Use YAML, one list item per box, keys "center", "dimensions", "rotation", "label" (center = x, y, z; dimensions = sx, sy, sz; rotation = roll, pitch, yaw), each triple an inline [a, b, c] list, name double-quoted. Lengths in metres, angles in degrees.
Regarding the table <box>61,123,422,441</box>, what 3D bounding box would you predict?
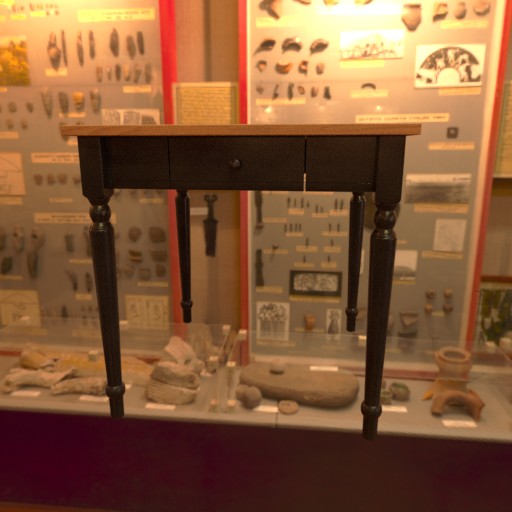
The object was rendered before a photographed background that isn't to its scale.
- center: [0.000, 0.000, 1.351]
  dimensions: [0.747, 0.738, 0.747]
  rotation: [2, 14, 8]
  label: "table"
